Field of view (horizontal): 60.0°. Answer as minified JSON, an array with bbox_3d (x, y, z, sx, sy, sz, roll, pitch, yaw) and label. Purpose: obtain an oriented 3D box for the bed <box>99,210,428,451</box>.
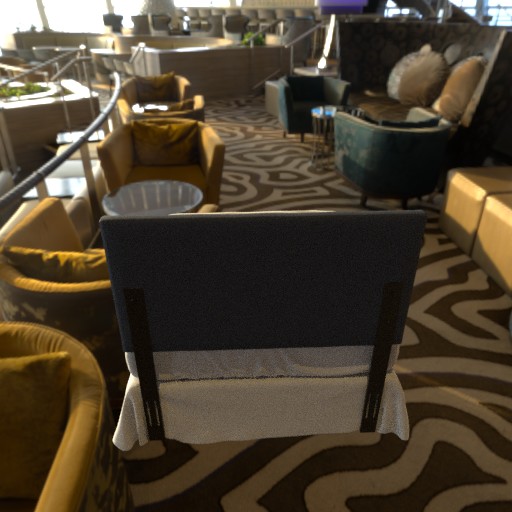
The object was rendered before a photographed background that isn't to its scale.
[{"bbox_3d":[0.000,0.000,3.433,1.936,1.577,2.222,-1,29,-2],"label":"bed"}]
